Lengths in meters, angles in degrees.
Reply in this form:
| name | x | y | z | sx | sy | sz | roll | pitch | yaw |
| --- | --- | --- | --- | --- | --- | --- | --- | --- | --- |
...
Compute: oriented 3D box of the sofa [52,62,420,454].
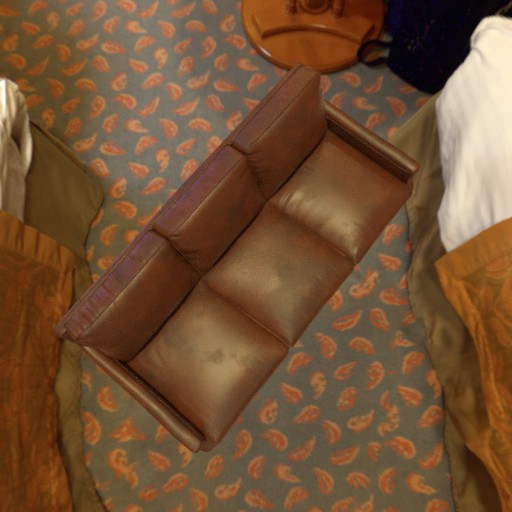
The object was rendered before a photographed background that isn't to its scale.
| name | x | y | z | sx | sy | sz | roll | pitch | yaw |
| --- | --- | --- | --- | --- | --- | --- | --- | --- | --- |
| sofa | 0.000 | 0.000 | 2.820 | 1.084 | 1.003 | 2.240 | 38 | 79 | 9 |
